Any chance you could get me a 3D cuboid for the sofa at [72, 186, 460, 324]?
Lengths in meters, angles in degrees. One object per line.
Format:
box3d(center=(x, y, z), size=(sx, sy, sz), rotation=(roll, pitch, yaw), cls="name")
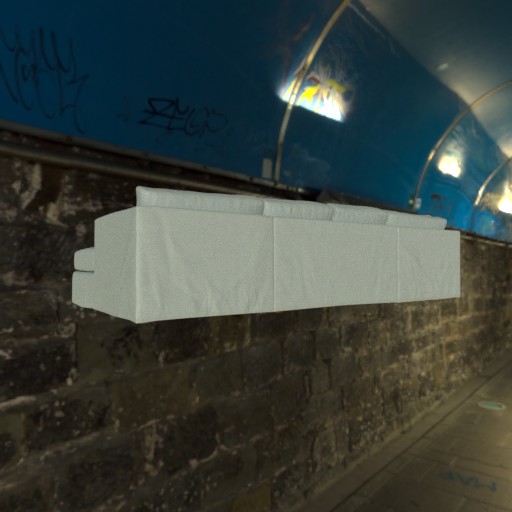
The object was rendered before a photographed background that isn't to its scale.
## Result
box3d(center=(0.000, 0.000, 4.557), size=(3.460, 0.882, 2.427), rotation=(1, -1, -35), cls="sofa")
